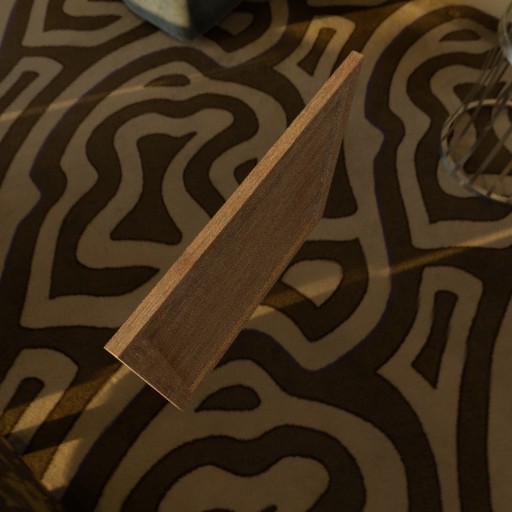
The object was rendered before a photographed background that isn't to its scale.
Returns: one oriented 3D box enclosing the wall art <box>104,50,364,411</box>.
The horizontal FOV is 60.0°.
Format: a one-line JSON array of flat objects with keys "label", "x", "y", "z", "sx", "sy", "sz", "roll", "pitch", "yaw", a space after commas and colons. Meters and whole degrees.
[{"label": "wall art", "x": 0.000, "y": 0.000, "z": 0.979, "sx": 0.026, "sy": 0.588, "sz": 0.690, "roll": 31, "pitch": 68, "yaw": 14}]
